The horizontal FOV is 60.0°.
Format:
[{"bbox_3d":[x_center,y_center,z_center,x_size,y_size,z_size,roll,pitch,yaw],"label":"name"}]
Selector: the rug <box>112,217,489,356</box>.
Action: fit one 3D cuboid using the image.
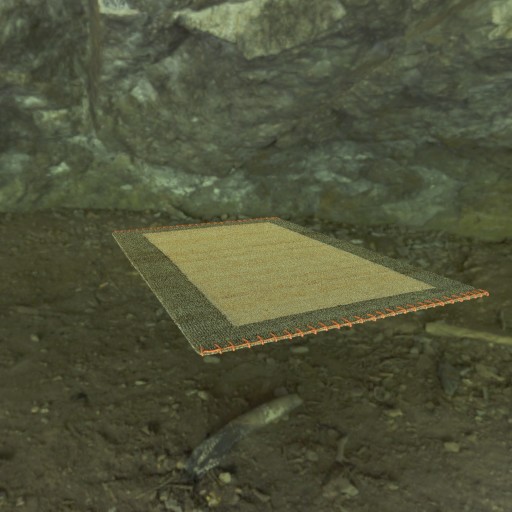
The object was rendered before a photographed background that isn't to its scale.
[{"bbox_3d":[0.000,0.000,2.312,1.220,0.019,1.838,-7,17,-24],"label":"rug"}]
